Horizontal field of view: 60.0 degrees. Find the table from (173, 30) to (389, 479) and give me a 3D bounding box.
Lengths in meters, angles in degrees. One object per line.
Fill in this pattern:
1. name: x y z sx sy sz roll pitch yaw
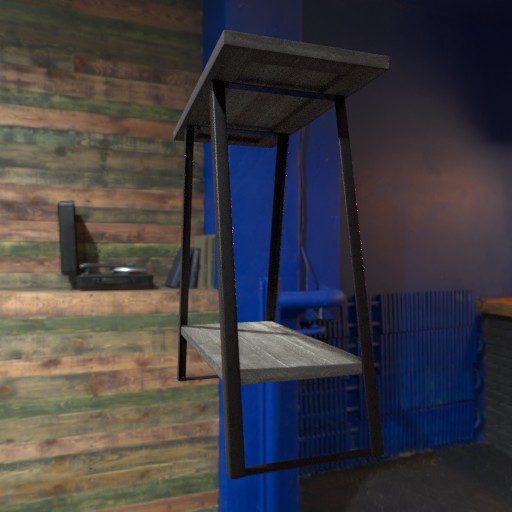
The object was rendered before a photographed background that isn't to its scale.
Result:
1. table: 0.000 0.000 1.016 0.300 0.701 0.599 0 0 -18
